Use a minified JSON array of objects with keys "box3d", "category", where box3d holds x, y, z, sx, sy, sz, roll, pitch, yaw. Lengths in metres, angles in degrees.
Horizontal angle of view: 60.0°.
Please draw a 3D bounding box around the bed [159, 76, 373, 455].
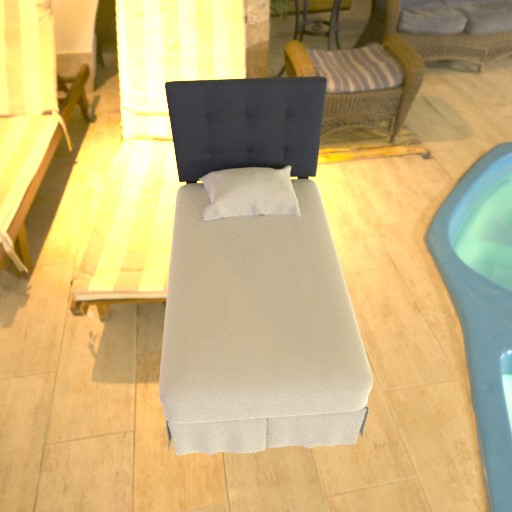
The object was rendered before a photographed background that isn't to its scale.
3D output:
[{"box3d":[0.000,0.000,2.970,1.261,1.571,1.997,-3,45,-3],"category":"bed"}]
